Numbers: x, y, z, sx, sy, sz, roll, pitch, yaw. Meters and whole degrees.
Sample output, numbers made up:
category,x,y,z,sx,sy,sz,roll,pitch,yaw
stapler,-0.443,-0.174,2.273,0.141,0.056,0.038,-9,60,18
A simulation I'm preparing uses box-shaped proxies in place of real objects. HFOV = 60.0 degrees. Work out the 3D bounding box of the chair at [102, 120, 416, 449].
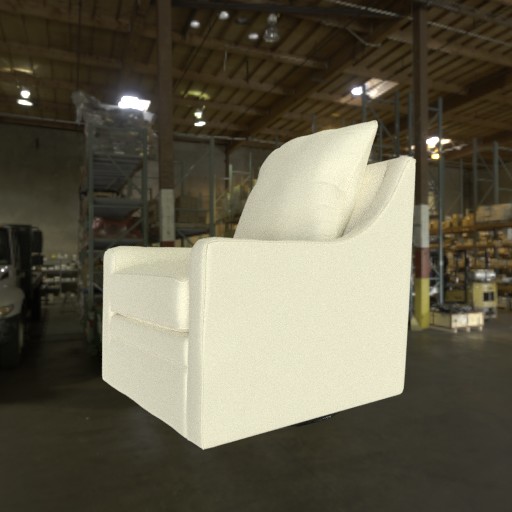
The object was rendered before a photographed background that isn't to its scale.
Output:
category,x,y,z,sx,sy,sz,roll,pitch,yaw
chair,0.000,0.000,1.578,0.876,0.965,0.756,1,-1,-36
